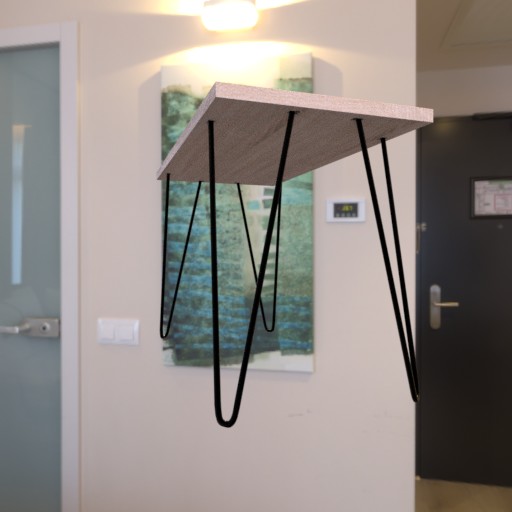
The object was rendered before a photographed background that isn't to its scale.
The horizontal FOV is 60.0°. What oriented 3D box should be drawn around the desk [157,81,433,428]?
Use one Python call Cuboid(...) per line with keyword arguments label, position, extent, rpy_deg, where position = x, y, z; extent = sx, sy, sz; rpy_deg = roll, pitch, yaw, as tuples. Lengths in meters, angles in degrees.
Cuboid(label="desk", position=(0.000, 0.000, 1.381), extent=(0.499, 0.660, 0.991), rpy_deg=(0, 0, -19))
